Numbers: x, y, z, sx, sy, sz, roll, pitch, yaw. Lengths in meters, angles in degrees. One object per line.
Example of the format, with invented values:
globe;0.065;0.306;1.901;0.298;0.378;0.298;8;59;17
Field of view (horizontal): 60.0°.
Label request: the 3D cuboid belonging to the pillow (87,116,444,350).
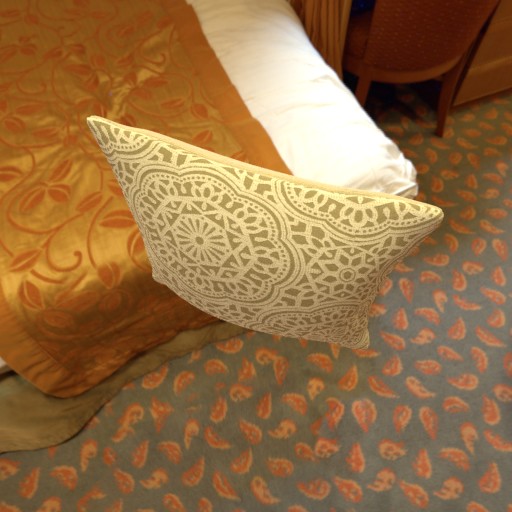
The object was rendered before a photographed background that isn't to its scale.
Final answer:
pillow;0.000;0.000;0.681;0.438;0.421;0.167;17;60;10
